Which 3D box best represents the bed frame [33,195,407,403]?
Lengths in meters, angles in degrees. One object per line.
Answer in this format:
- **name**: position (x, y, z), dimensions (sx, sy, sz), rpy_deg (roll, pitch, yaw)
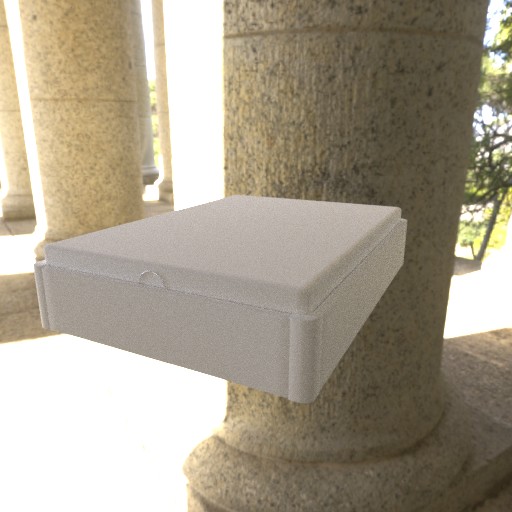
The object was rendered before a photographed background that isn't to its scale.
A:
- **bed frame**: position (0.000, 0.000, 2.596), dimensions (1.400, 0.406, 1.900), rpy_deg (8, 18, 26)
